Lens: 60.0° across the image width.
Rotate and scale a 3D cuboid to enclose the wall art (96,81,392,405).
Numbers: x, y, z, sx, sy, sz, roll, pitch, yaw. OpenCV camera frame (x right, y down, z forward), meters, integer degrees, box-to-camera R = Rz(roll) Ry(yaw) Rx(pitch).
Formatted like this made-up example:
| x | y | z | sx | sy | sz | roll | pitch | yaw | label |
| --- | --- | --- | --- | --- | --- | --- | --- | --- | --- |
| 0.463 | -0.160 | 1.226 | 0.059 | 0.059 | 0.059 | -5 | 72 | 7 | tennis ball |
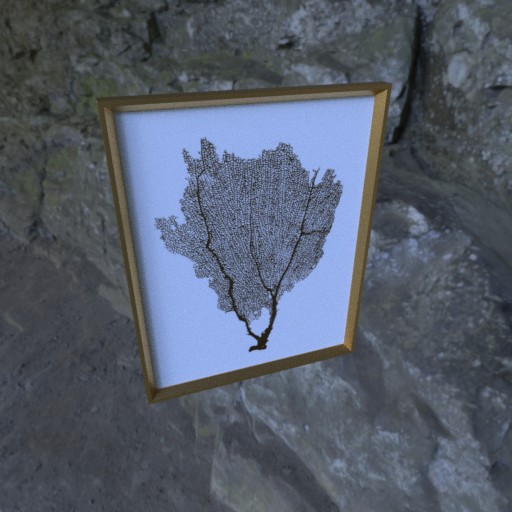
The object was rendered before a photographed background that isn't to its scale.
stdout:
| x | y | z | sx | sy | sz | roll | pitch | yaw | label |
| --- | --- | --- | --- | --- | --- | --- | --- | --- | --- |
| 0.000 | 0.000 | 1.073 | 0.610 | 0.762 | 0.038 | -10 | 31 | -17 | wall art |
